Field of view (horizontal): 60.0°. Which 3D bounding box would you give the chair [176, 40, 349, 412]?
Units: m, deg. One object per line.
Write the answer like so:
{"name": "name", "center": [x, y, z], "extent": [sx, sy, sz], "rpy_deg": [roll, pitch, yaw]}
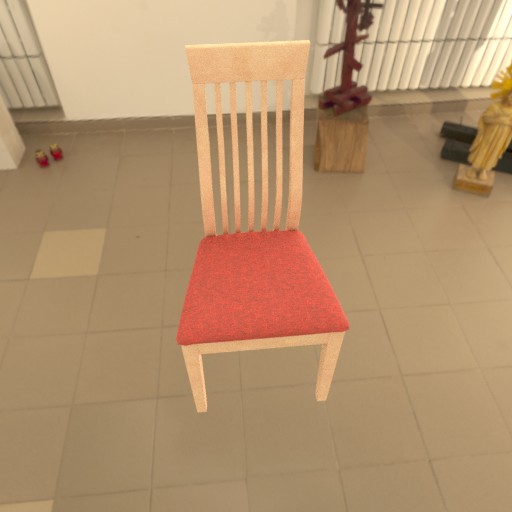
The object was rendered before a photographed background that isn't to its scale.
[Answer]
{"name": "chair", "center": [0.000, 0.000, 1.272], "extent": [0.460, 1.027, 0.474], "rpy_deg": [-4, 48, -4]}
